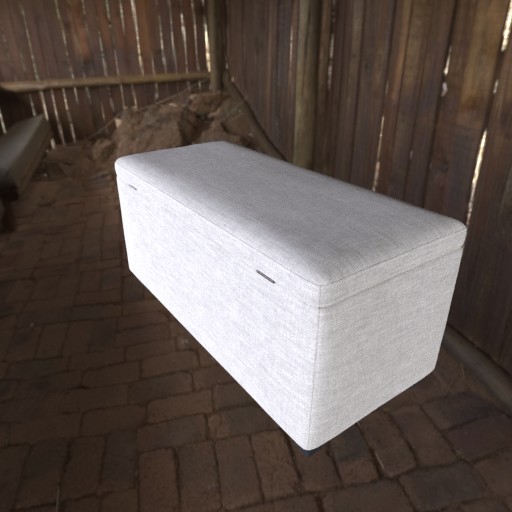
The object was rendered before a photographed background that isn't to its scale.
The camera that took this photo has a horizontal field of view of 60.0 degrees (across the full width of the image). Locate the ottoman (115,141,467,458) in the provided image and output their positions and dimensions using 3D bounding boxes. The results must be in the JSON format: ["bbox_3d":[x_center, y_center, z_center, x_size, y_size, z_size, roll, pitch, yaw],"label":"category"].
[{"bbox_3d":[0.000,0.000,1.163,0.419,0.432,0.902,-18,32,-31],"label":"ottoman"}]
